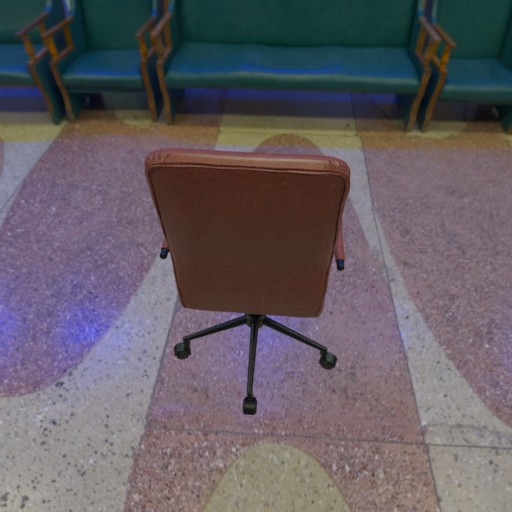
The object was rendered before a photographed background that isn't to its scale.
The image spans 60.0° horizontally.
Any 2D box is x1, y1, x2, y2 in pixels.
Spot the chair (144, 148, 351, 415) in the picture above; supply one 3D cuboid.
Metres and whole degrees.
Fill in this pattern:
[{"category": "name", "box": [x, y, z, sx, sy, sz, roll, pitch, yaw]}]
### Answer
[{"category": "chair", "box": [0.000, 0.000, 1.350, 0.608, 0.979, 0.580, 4, 46, 4]}]
